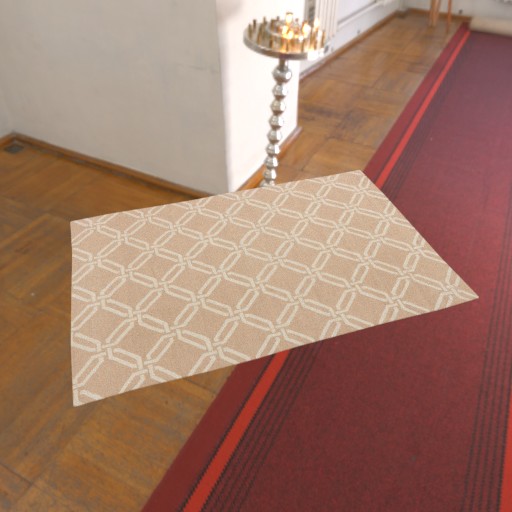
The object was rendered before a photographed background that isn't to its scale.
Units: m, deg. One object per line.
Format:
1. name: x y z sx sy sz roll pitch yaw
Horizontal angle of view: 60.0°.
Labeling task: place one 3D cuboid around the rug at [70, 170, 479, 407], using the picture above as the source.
1. rug: 0.000 0.000 2.180 1.745 0.010 1.146 -12 44 -13
